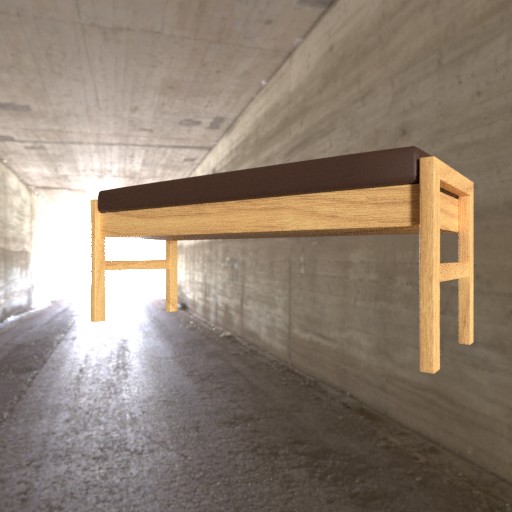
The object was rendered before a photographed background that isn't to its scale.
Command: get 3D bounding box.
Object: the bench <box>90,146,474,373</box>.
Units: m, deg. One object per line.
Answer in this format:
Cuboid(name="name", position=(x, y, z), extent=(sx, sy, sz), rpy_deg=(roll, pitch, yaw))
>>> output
Cuboid(name="bench", position=(0.000, 0.000, 1.421), extent=(1.200, 0.480, 0.405), rpy_deg=(0, 0, 36))
